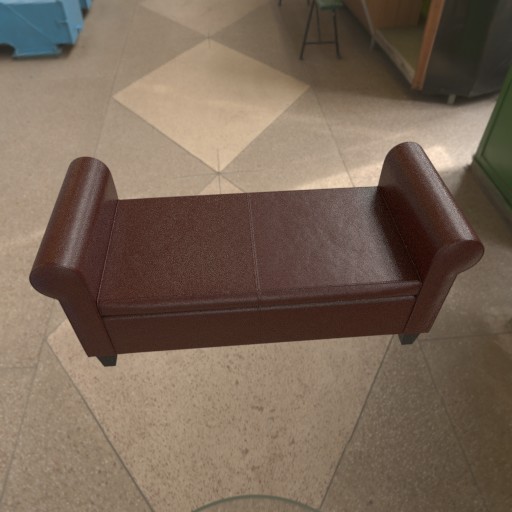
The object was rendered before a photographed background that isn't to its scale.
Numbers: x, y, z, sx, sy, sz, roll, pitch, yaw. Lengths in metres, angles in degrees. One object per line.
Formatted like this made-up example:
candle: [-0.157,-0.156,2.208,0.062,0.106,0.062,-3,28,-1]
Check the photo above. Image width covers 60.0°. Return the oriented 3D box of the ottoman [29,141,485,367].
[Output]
ottoman: [0.000,0.000,1.543,1.256,0.547,0.521,-3,46,-3]
